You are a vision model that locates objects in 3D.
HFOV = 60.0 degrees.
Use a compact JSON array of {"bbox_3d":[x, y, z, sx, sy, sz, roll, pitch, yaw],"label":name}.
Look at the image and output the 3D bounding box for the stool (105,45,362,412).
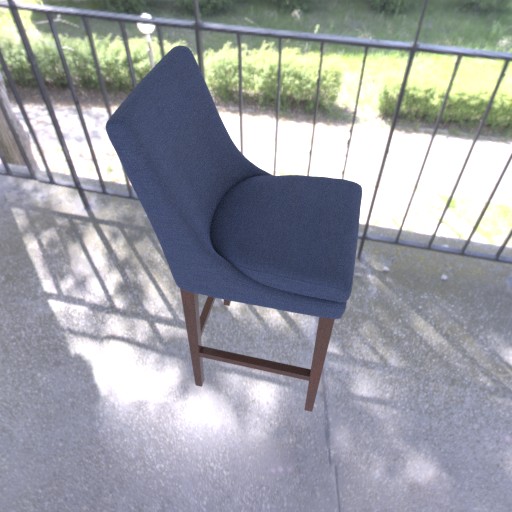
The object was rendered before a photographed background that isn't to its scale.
[{"bbox_3d":[0.000,0.000,1.374,0.577,1.078,0.470,10,48,9],"label":"stool"}]
